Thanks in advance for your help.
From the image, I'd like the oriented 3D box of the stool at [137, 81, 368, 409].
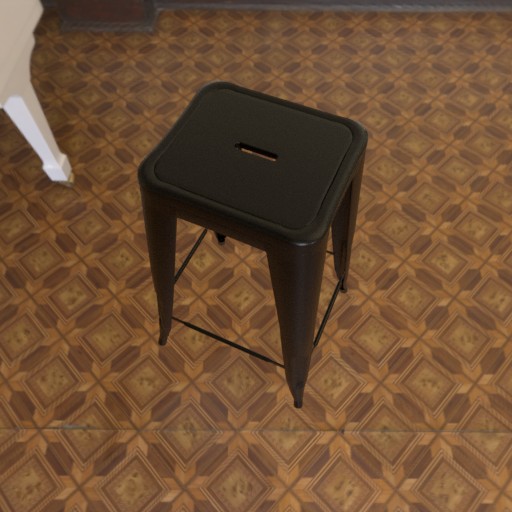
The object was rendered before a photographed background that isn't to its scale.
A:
[{"bbox_3d":[0.000,0.000,0.919,0.455,0.609,0.423,11,59,7],"label":"stool"}]
